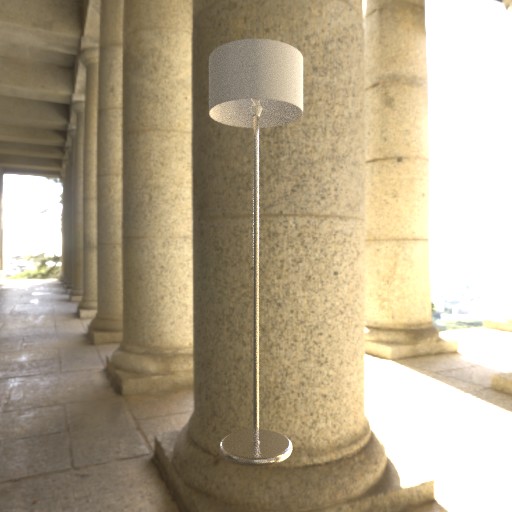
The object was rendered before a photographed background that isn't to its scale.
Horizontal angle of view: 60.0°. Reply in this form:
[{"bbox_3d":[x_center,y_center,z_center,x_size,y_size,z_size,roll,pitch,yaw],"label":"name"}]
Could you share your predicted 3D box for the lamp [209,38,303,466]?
[{"bbox_3d":[0.000,0.000,1.646,0.347,1.443,0.347,0,0,36],"label":"lamp"}]
